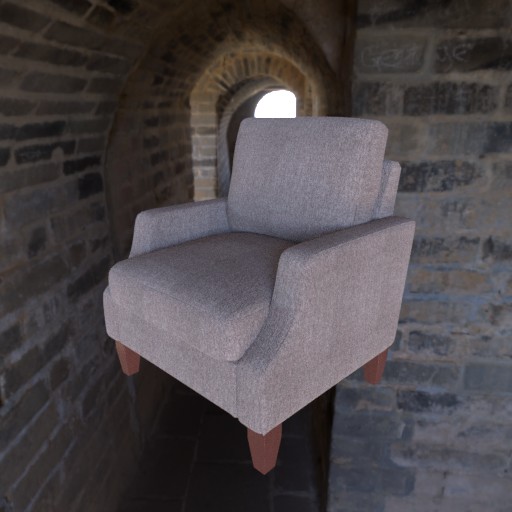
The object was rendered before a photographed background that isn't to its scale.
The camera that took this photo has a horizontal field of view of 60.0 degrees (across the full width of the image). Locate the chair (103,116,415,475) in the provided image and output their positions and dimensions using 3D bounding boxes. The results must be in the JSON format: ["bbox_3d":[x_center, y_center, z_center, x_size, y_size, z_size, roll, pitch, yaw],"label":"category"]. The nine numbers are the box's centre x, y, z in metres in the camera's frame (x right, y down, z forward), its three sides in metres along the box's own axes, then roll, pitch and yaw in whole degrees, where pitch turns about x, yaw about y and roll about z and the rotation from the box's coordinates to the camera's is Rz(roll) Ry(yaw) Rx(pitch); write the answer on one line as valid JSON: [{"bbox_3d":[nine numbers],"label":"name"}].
[{"bbox_3d":[0.000,0.000,1.653,0.855,0.993,0.897,16,23,42],"label":"chair"}]
